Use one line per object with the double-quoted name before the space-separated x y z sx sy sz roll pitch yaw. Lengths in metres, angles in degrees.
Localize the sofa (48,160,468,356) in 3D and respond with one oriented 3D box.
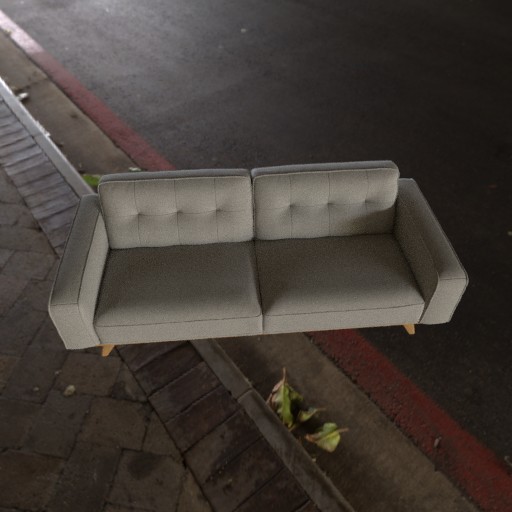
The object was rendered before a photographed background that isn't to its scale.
"sofa" 0.000 0.000 2.772 2.270 0.781 0.956 -3 46 -3
